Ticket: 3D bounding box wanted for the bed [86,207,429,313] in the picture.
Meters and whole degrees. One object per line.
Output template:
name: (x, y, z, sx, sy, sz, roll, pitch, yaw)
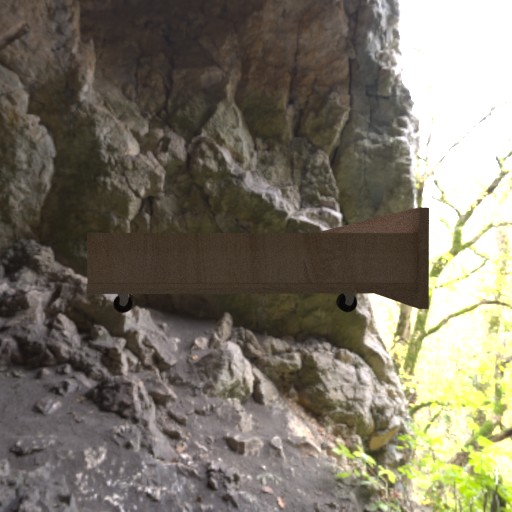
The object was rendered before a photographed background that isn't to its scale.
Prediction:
bed: (0.000, 0.000, 1.464, 0.685, 0.209, 1.200, 0, 1, -1)
